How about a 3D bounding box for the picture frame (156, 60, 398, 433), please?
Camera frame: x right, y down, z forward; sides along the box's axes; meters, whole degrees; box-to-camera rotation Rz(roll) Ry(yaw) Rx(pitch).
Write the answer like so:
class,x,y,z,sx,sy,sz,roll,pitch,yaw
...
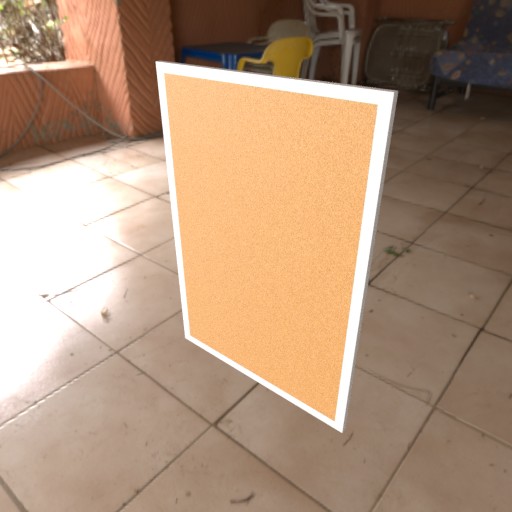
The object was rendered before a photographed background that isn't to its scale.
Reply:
class,x,y,z,sx,sy,sz,roll,pitch,yaw
picture frame,0.000,0.000,0.854,0.457,0.657,0.013,22,37,33
